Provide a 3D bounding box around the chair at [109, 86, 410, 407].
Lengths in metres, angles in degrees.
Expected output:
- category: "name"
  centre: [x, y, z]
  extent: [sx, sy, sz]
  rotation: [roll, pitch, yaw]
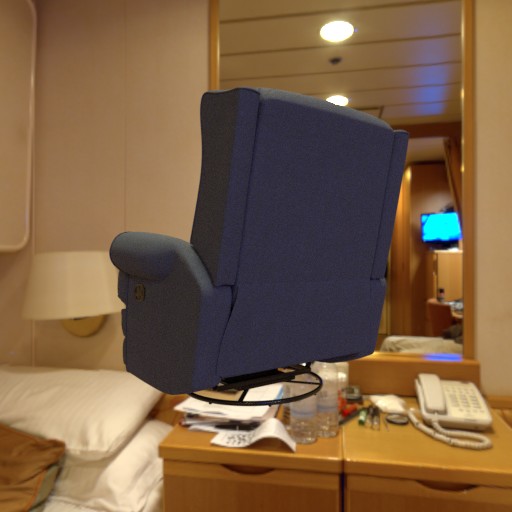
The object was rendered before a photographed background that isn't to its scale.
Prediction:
- category: "chair"
  centre: [0.000, 0.000, 1.734]
  extent: [0.971, 1.020, 0.877]
  rotation: [0, 0, -36]
